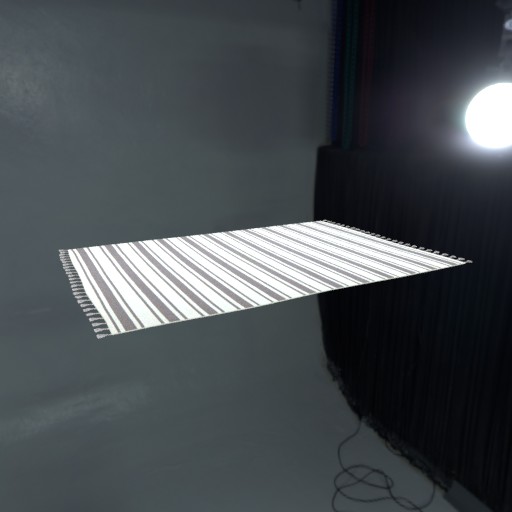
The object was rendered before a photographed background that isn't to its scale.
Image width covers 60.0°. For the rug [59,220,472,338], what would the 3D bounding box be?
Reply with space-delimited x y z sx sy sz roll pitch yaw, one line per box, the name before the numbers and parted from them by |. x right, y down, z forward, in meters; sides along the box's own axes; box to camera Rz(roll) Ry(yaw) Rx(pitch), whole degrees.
rug | 0.000 0.000 3.868 3.040 0.017 2.030 -8 18 -27
